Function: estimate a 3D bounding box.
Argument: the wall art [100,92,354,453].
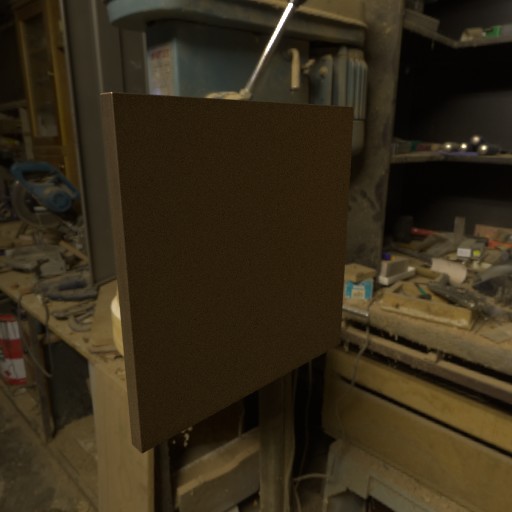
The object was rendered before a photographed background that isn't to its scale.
[{"bbox_3d":[0.000,0.000,0.768,0.503,0.506,0.030,-15,22,-42],"label":"wall art"}]
